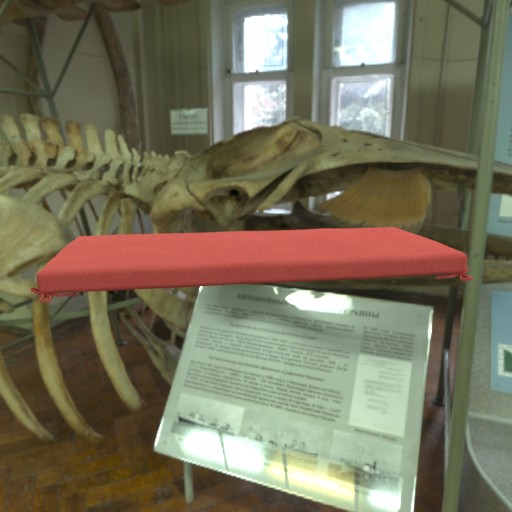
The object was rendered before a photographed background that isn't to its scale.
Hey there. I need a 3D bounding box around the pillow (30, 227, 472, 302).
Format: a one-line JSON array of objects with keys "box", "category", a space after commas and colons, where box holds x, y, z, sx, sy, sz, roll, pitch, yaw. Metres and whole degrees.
[{"box": [0.000, 0.000, 1.354, 1.187, 0.081, 0.492, -2, 14, -9], "category": "pillow"}]
